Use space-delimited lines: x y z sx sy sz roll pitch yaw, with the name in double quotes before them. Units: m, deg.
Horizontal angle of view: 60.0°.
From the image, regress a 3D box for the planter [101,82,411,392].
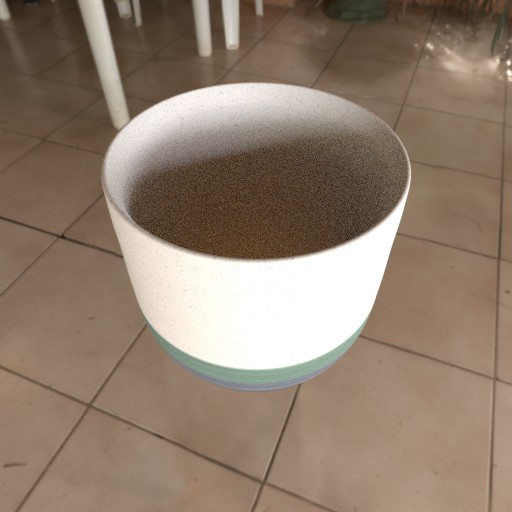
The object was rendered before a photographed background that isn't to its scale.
"planter" 0.000 0.000 0.488 0.268 0.270 0.268 0 47 0
